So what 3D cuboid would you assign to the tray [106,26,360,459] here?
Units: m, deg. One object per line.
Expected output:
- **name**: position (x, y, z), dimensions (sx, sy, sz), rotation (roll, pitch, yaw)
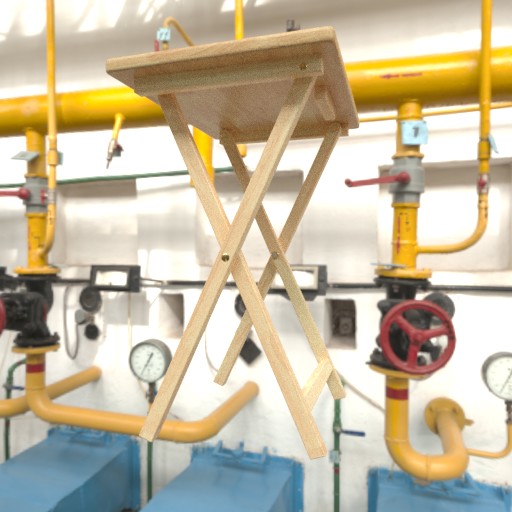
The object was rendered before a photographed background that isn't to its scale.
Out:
- **tray**: position (0.000, 0.000, 0.915), dimensions (0.381, 0.660, 0.483), rotation (0, 1, 17)
